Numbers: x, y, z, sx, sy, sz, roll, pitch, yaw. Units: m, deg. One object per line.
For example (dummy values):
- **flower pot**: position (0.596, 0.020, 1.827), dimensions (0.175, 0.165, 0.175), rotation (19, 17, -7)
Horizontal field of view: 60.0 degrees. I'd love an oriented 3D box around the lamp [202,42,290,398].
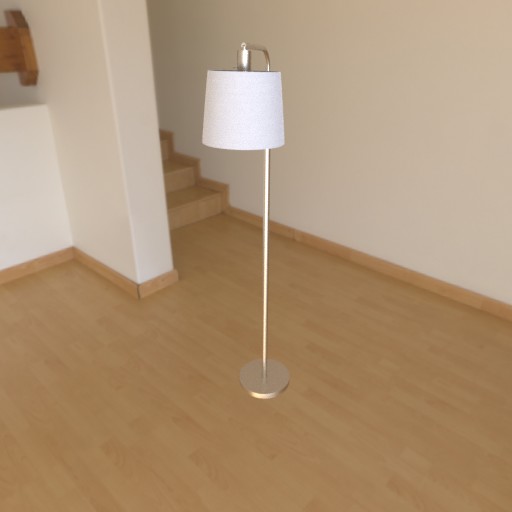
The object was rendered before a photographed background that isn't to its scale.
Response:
- **lamp**: position (0.000, 0.000, 1.695), dimensions (0.254, 1.478, 0.508), rotation (9, 29, 16)
